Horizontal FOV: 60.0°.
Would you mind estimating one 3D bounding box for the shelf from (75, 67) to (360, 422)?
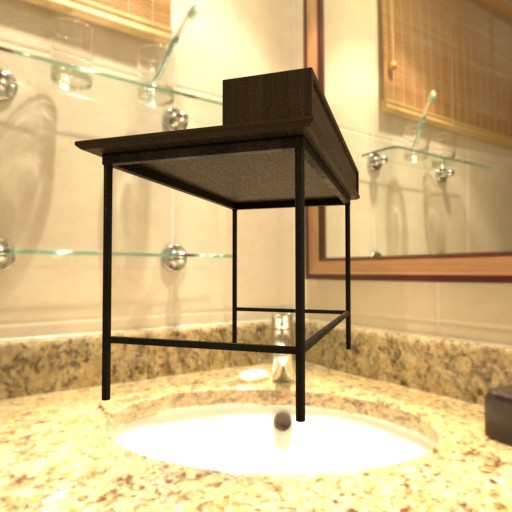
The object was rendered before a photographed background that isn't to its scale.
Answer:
[{"bbox_3d":[0.000,0.000,1.718,0.685,0.865,1.212,-1,-2,18],"label":"shelf"}]
